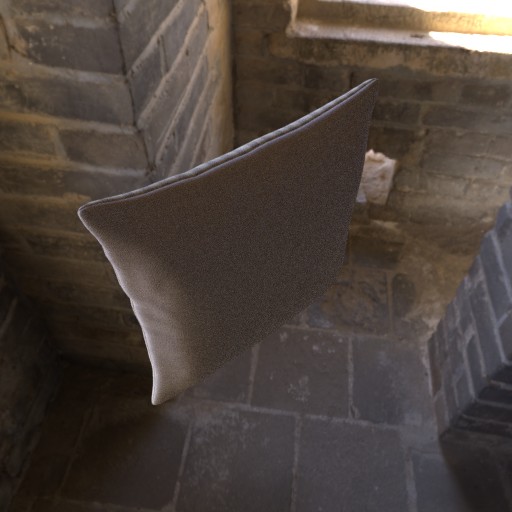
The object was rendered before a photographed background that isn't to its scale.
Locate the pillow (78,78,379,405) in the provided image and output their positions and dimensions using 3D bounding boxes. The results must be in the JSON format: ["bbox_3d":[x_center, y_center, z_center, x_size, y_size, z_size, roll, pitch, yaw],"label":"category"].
[{"bbox_3d":[0.000,0.000,0.795,0.523,0.510,0.166,-31,54,-26],"label":"pillow"}]
